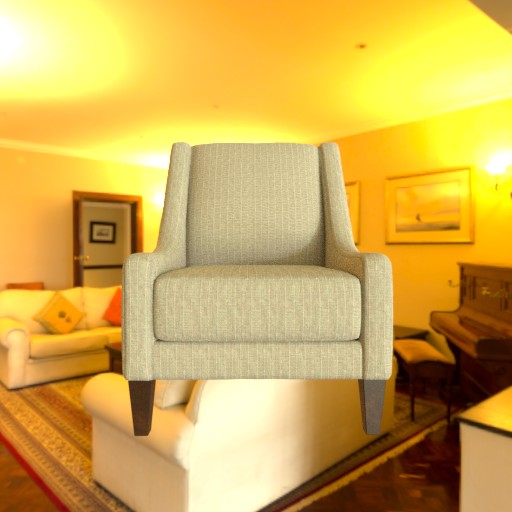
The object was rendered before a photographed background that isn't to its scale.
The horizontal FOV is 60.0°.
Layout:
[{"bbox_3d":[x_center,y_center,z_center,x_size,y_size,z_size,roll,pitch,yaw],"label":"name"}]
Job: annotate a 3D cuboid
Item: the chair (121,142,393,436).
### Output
[{"bbox_3d":[0.000,0.000,1.632,0.774,1.014,0.870,0,1,-1],"label":"chair"}]
